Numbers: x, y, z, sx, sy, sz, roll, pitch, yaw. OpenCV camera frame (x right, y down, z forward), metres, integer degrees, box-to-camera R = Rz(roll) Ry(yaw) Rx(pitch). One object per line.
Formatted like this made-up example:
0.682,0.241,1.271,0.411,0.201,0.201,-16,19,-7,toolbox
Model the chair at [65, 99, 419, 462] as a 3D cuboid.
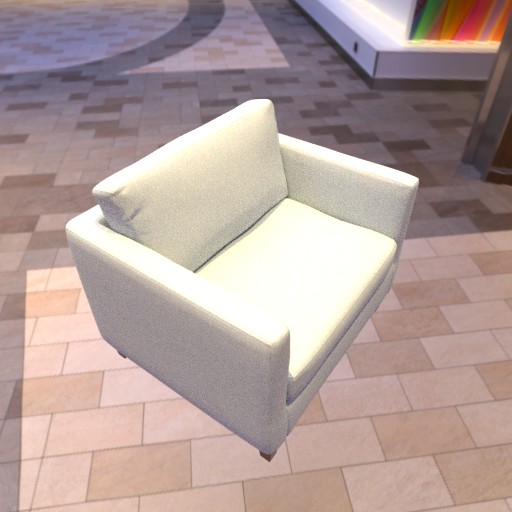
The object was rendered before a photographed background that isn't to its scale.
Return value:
0.000,0.000,1.870,0.953,0.961,1.107,25,47,27,chair
